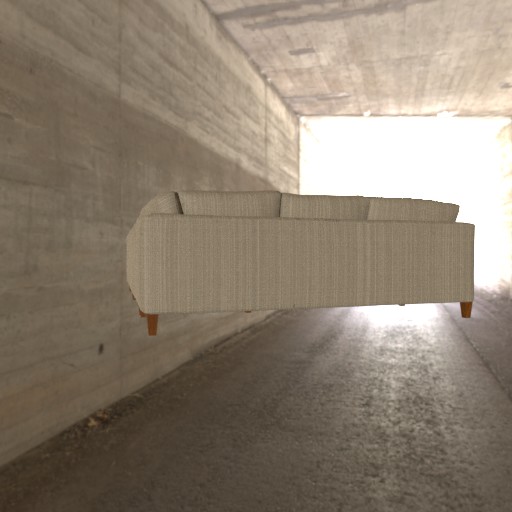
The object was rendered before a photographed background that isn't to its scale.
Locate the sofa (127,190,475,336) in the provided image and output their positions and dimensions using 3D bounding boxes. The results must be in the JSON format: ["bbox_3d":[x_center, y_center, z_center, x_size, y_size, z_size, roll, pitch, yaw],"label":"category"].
[{"bbox_3d":[0.000,0.000,4.728,2.594,0.961,3.460,0,0,-18],"label":"sofa"}]
